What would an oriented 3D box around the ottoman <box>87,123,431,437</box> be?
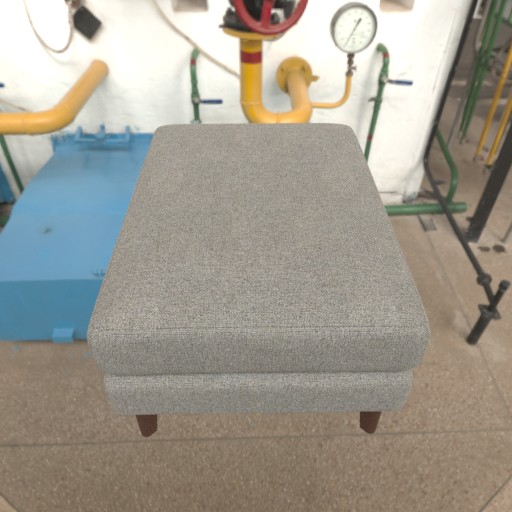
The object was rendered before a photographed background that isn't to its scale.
[{"bbox_3d":[0.000,0.000,1.170,0.611,0.441,0.821,-1,41,-1],"label":"ottoman"}]
